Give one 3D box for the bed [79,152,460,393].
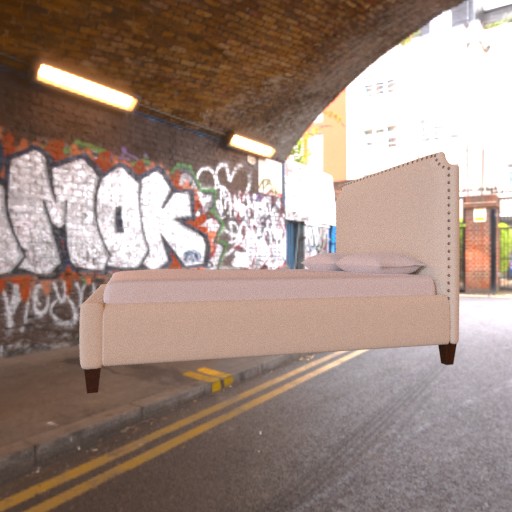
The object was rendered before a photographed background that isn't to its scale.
[{"bbox_3d":[0.000,0.000,3.412,2.372,1.443,1.712,0,0,-16],"label":"bed"}]
